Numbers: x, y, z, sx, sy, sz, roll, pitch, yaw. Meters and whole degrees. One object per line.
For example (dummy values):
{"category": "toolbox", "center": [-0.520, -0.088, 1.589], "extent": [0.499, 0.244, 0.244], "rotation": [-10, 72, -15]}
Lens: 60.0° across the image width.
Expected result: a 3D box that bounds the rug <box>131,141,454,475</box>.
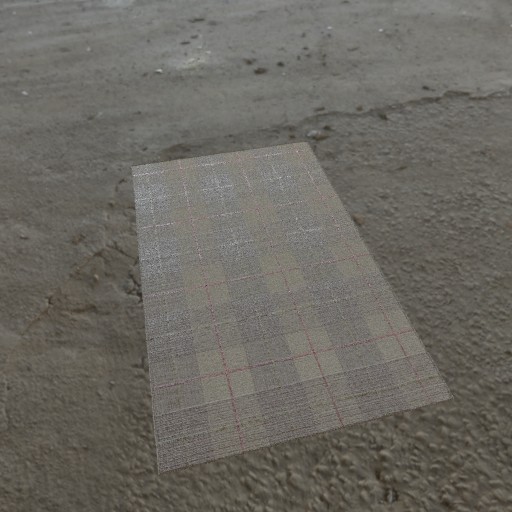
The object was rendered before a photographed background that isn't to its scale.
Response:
{"category": "rug", "center": [0.000, 0.000, 2.988], "extent": [1.549, 0.010, 2.464], "rotation": [-10, 48, -9]}
